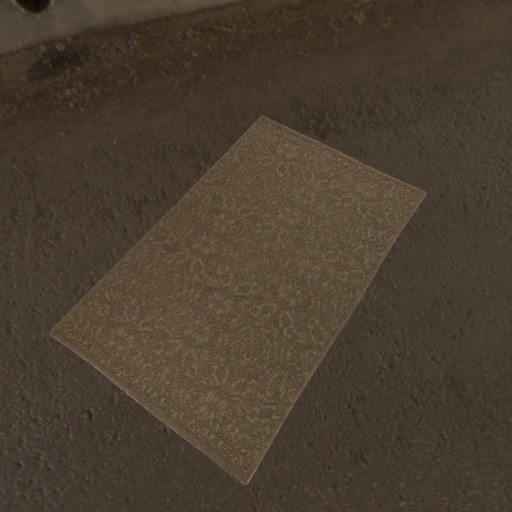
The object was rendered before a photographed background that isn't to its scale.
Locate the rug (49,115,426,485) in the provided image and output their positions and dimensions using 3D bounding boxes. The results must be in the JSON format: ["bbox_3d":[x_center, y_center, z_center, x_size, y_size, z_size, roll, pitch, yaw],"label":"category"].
[{"bbox_3d":[0.000,0.000,3.106,1.529,0.012,2.435,30,63,17],"label":"rug"}]
